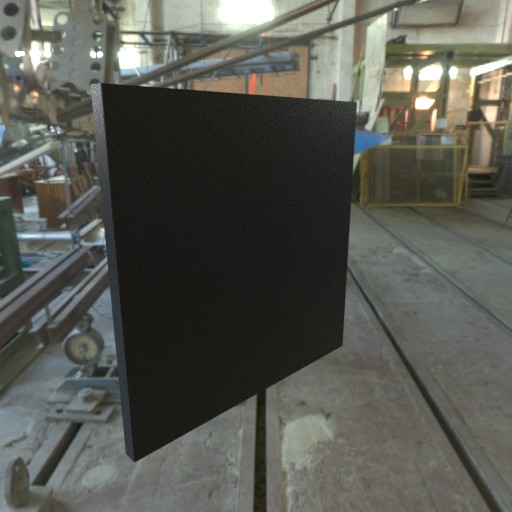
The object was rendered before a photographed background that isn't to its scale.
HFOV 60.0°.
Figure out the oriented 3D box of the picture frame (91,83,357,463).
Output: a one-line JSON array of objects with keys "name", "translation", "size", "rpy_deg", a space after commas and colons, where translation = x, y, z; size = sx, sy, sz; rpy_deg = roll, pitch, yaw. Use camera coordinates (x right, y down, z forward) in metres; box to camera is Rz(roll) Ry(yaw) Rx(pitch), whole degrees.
[{"name": "picture frame", "translation": [0.000, 0.000, 0.816], "size": [0.559, 0.557, 0.029], "rpy_deg": [-15, 22, -42]}]
